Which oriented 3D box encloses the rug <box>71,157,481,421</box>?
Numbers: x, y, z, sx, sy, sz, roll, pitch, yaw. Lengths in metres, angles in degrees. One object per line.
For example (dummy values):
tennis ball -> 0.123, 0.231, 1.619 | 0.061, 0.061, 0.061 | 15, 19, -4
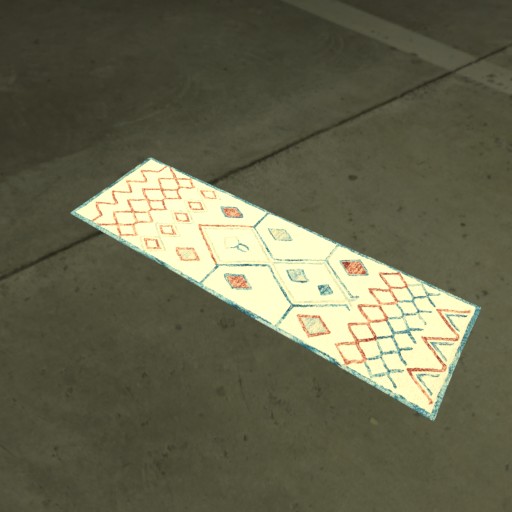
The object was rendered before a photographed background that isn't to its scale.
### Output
rug -> 0.000, 0.000, 2.647 | 2.435, 0.011, 0.750 | 27, 53, 22
